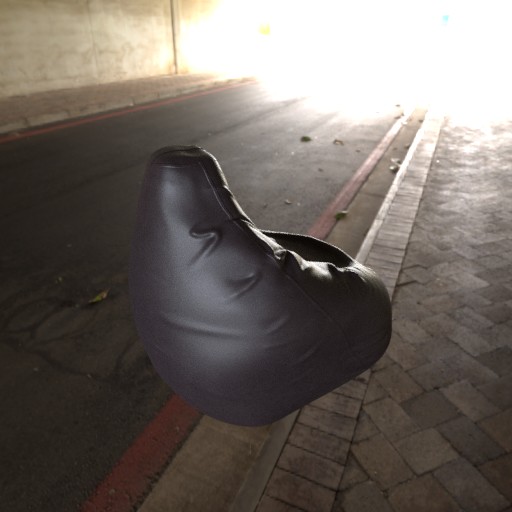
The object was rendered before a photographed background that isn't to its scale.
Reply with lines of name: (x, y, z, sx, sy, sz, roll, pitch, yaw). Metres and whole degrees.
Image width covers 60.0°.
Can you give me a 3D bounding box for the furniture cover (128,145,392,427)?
furniture cover: (0.000, 0.000, 1.885, 1.070, 0.990, 1.070, -17, 31, -30)
